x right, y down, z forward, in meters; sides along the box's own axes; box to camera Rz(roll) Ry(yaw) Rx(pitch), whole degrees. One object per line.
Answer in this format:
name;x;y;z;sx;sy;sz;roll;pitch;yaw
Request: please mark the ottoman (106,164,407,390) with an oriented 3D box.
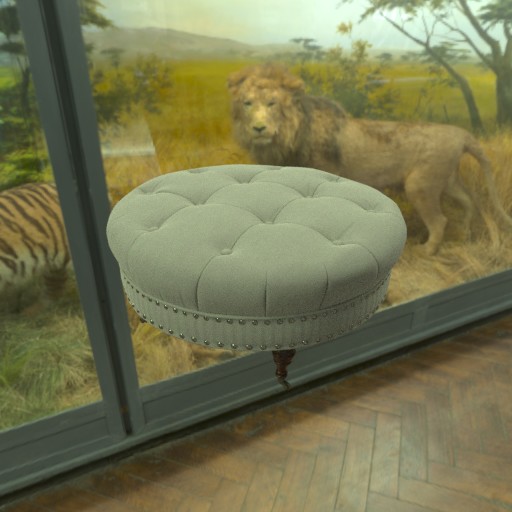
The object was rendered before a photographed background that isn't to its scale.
ottoman;0.000;0.000;1.448;0.901;0.439;0.901;0;28;0
